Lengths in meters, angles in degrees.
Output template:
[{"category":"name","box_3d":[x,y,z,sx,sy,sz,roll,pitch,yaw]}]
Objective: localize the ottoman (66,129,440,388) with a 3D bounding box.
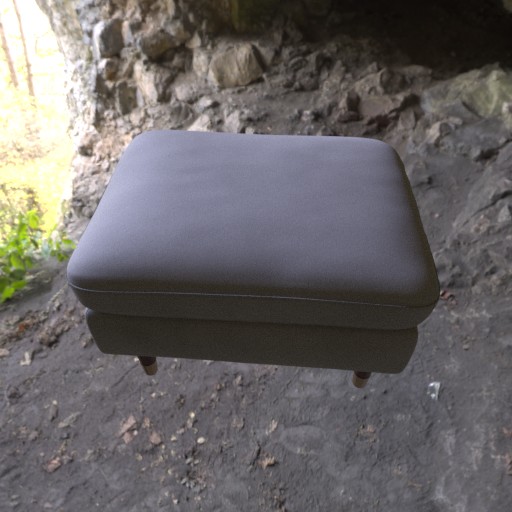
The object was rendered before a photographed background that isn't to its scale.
[{"category":"ottoman","box_3d":[0.000,0.000,1.150,0.747,0.478,0.593,3,45,3]}]
